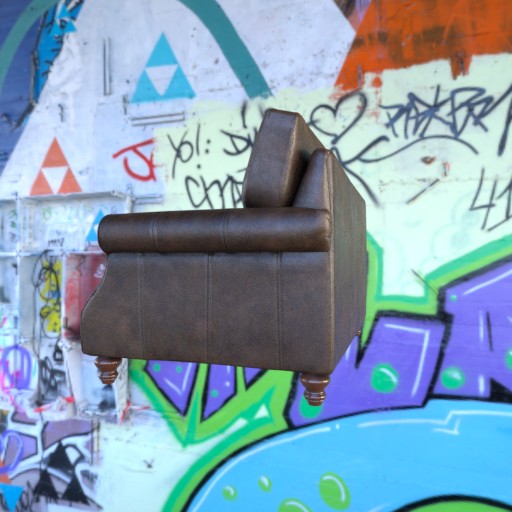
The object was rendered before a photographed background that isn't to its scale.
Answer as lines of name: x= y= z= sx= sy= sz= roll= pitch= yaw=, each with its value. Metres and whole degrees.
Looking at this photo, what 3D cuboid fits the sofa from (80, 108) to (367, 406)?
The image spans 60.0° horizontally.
sofa: x=0.000 y=0.000 z=2.224 sx=0.990 sy=0.976 sz=1.616 roll=0 pitch=0 yaw=18
